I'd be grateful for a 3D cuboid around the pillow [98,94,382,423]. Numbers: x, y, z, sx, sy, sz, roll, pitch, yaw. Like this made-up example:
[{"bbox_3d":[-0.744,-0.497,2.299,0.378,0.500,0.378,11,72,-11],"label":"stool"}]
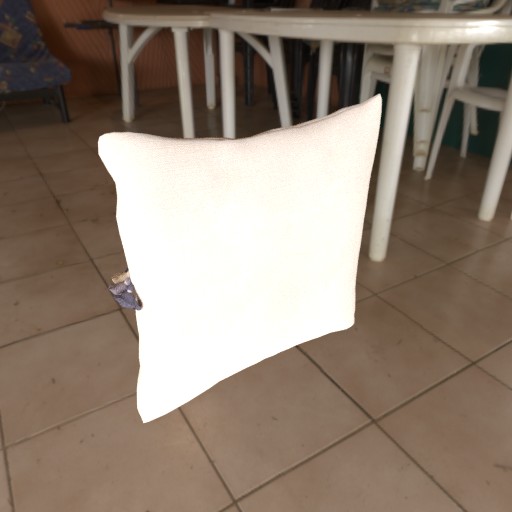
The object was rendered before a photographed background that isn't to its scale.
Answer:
[{"bbox_3d":[0.000,0.000,0.747,0.489,0.481,0.165,-18,35,-28],"label":"pillow"}]
